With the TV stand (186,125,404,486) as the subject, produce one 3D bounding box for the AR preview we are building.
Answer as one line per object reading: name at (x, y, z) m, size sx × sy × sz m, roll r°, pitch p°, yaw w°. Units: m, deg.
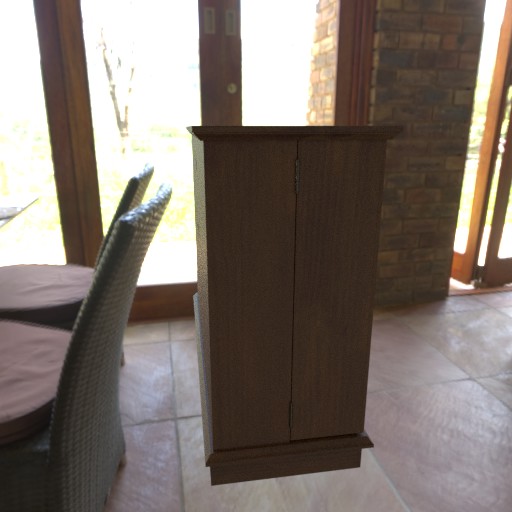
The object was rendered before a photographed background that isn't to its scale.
TV stand at (0.000, 0.000, 1.446) m, size 0.406 × 0.813 × 1.067 m, roll -3°, pitch 16°, yaw -9°
